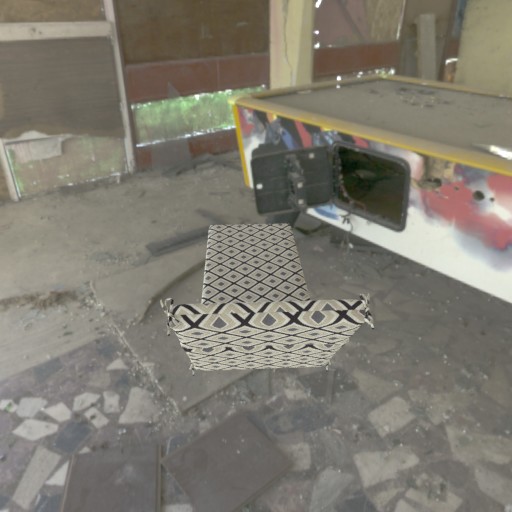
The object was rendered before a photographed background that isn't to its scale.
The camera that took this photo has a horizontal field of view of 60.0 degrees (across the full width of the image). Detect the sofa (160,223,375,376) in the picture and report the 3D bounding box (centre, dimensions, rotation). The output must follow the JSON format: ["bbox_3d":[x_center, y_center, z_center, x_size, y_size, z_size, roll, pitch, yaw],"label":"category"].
[{"bbox_3d":[0.000,0.000,1.983,0.582,0.622,1.663,-1,30,-2],"label":"sofa"}]
